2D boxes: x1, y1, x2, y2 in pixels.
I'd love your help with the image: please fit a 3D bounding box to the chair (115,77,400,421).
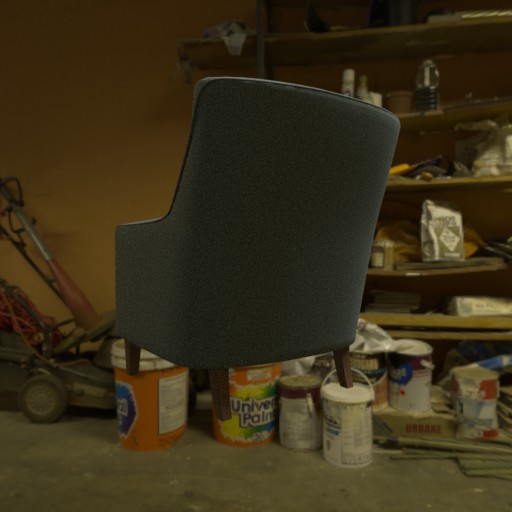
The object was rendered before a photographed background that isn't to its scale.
[{"bbox_3d":[0.000,0.000,1.560,0.756,0.916,0.879,-1,1,-35],"label":"chair"}]
